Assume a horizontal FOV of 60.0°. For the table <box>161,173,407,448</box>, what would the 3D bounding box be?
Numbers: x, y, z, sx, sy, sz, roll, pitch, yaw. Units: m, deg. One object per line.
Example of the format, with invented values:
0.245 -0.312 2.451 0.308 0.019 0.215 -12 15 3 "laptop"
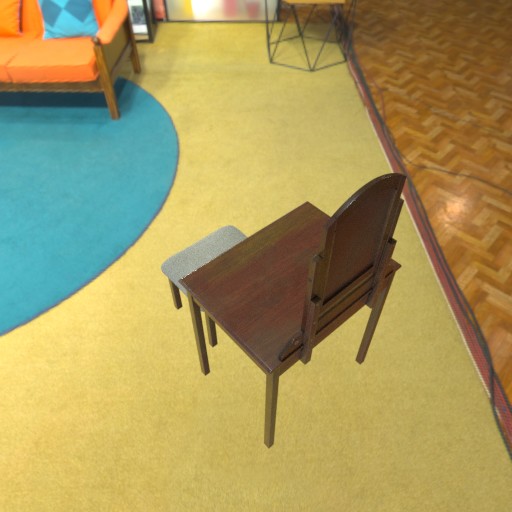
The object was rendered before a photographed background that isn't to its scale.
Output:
0.000 0.000 2.334 0.876 1.631 1.211 -33 55 -27 "table"
